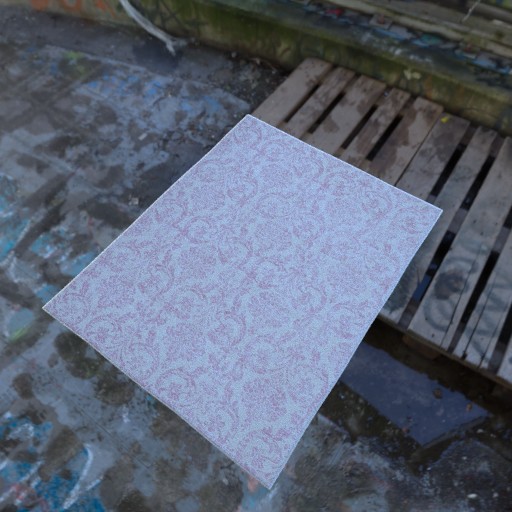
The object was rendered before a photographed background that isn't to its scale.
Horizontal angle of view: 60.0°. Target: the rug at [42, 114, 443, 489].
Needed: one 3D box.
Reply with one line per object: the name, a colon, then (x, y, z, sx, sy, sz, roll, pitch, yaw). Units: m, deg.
rug: (0.000, 0.000, 4.055, 2.363, 0.012, 2.980, 31, 63, 18)
